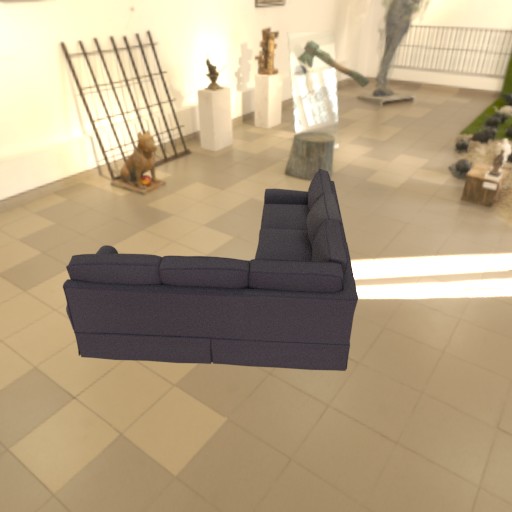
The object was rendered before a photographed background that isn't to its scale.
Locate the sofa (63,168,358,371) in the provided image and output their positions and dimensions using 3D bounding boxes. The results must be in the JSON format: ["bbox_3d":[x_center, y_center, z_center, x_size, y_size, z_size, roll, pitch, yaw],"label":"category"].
[{"bbox_3d":[0.000,0.000,5.091,2.874,1.169,3.773,21,37,29],"label":"sofa"}]
